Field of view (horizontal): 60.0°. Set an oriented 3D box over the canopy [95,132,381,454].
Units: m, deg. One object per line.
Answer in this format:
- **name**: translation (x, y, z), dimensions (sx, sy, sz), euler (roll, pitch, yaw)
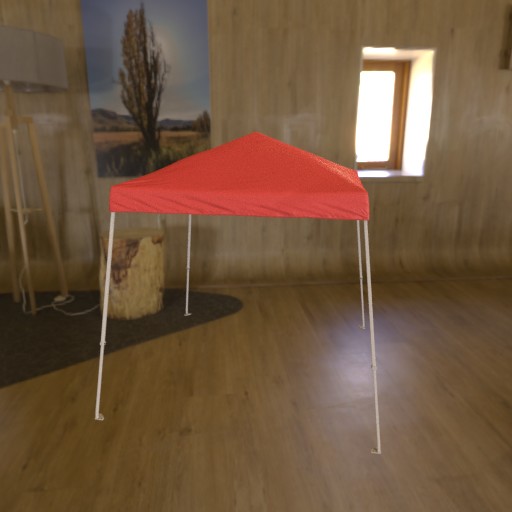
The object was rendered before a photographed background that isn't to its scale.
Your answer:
- **canopy**: translation (0.000, 0.000, 6.669), dimensions (3.600, 3.600, 3.599), euler (3, 16, 10)
